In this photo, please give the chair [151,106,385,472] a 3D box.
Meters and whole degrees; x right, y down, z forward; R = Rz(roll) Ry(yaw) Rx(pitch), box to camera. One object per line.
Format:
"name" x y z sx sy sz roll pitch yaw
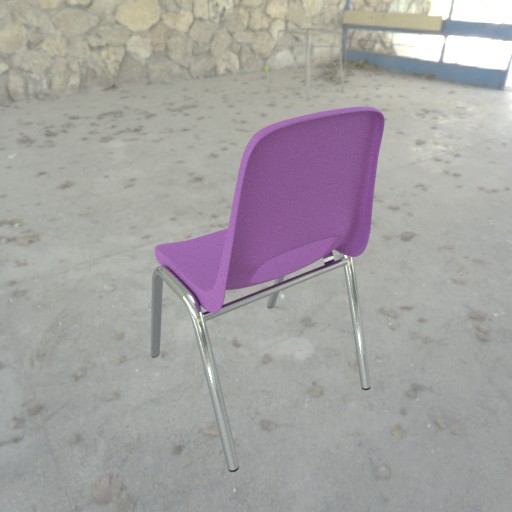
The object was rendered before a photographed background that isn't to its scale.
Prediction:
"chair" 0.000 0.000 0.691 0.291 0.493 0.301 -19 36 -29
